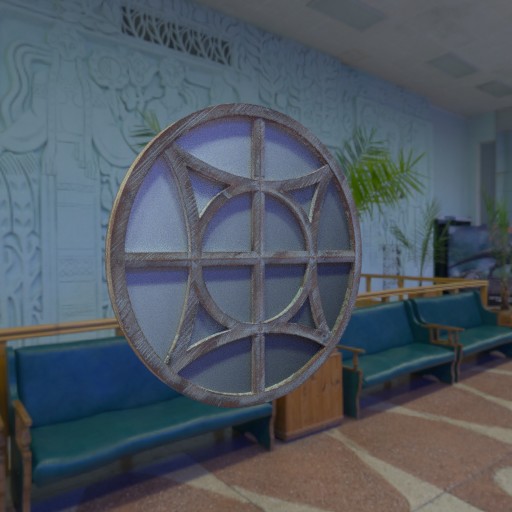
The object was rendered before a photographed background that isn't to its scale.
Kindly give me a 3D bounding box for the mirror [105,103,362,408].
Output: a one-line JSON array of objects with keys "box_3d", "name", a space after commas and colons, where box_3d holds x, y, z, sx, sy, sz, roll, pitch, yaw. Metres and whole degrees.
[{"box_3d": [0.000, 0.000, 1.069, 0.710, 0.710, 0.038, -1, 1, -35], "name": "mirror"}]
